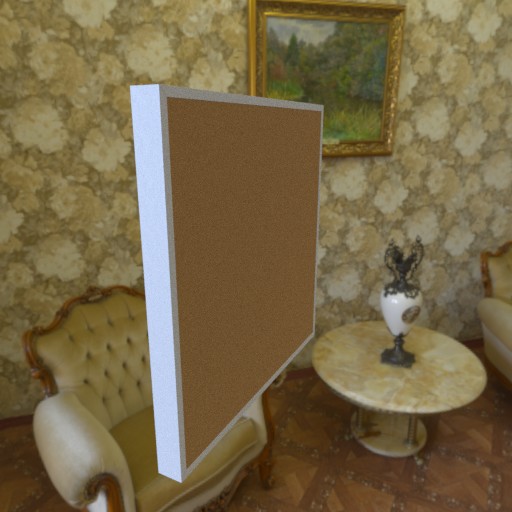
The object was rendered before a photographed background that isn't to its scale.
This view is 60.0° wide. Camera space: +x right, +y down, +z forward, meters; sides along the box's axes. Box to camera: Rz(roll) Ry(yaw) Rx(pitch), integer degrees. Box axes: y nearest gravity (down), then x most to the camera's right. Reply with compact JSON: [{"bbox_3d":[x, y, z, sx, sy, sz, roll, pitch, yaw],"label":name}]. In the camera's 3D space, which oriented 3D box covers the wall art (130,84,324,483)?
[{"bbox_3d":[0.000,0.000,0.453,0.024,0.304,0.304,8,18,27],"label":"wall art"}]
